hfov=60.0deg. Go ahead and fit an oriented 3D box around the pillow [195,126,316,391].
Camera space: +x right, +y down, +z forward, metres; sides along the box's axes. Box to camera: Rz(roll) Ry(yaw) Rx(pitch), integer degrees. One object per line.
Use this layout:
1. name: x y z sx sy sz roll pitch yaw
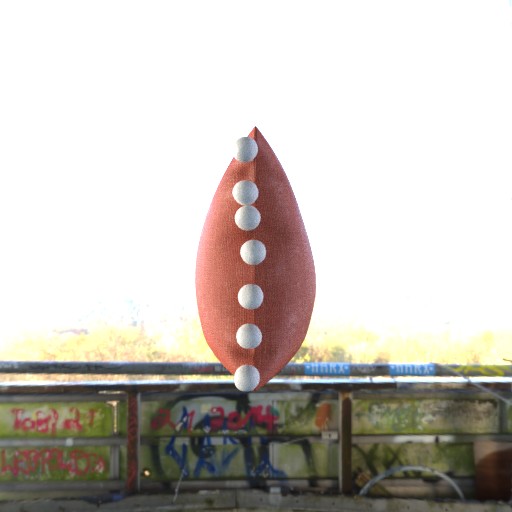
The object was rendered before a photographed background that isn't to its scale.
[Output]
1. pillow: 0.000 0.000 0.827 0.201 0.322 0.709 0 -1 0
